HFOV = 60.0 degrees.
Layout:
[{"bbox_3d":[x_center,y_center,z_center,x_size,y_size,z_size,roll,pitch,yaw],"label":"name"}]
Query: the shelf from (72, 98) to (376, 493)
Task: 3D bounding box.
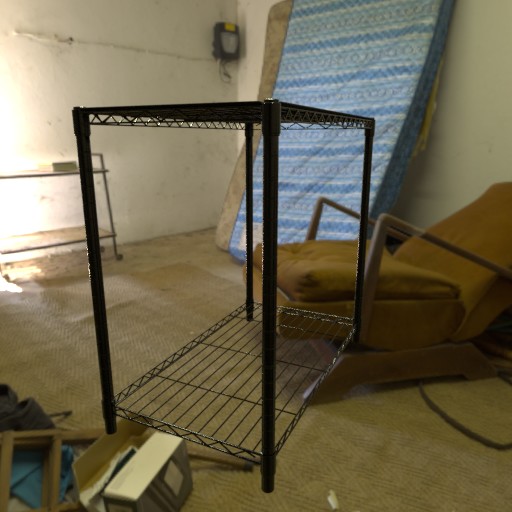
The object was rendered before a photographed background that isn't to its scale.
[{"bbox_3d":[0.000,0.000,0.917,0.338,0.564,0.589,7,17,25],"label":"shelf"}]
